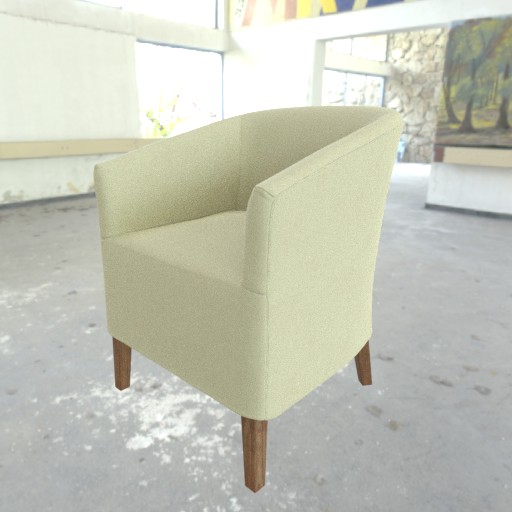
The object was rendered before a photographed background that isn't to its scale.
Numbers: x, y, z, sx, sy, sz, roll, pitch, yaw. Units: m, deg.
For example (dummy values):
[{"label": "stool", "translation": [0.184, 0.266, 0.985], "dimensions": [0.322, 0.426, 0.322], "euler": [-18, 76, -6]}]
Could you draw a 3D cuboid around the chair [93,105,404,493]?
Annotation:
[{"label": "chair", "translation": [0.000, 0.000, 1.259], "dimensions": [0.643, 0.822, 0.657], "euler": [15, 23, 41]}]
